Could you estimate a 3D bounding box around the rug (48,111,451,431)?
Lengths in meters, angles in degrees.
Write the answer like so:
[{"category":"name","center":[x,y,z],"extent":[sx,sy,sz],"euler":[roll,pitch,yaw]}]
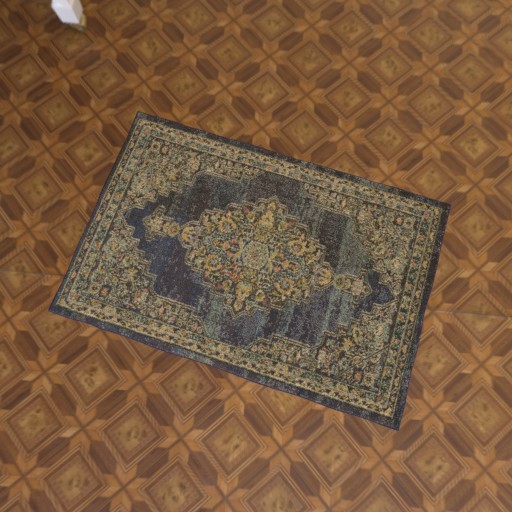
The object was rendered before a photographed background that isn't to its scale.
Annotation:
[{"category":"rug","center":[0.000,0.000,2.259],"extent":[1.781,0.012,1.184],"euler":[18,76,5]}]
